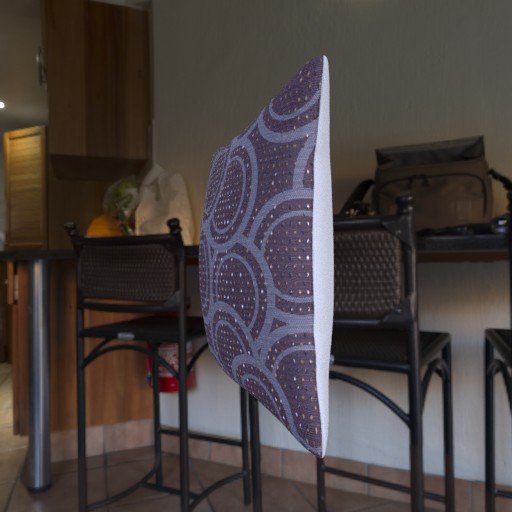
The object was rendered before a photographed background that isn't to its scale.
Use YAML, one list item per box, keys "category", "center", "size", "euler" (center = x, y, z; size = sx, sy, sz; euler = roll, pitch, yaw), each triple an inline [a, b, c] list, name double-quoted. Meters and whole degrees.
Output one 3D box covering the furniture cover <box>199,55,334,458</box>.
- category: "furniture cover"
  center: [0.000, 0.000, 0.815]
  size: [0.193, 0.509, 0.552]
  euler: [0, 0, -18]
